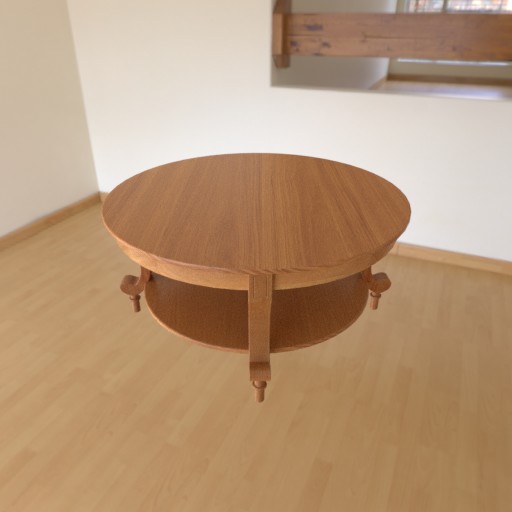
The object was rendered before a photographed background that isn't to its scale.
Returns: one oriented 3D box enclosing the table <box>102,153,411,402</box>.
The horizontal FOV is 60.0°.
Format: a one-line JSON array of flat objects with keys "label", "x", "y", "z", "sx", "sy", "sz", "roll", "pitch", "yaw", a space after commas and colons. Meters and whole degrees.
[{"label": "table", "x": 0.000, "y": 0.000, "z": 1.648, "sx": 1.029, "sy": 0.490, "sz": 1.029, "roll": 0, "pitch": 29, "yaw": 0}]
